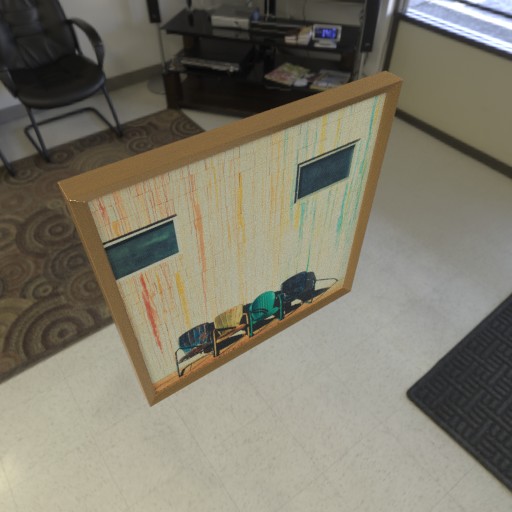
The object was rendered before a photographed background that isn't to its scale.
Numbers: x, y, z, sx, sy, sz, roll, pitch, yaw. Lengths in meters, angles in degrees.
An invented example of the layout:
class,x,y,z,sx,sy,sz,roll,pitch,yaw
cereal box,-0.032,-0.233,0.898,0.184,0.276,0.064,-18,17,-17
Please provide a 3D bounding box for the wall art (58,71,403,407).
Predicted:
class,x,y,z,sx,sy,sz,roll,pitch,yaw
wall art,0.000,0.000,0.761,0.505,0.505,0.037,-26,52,-22
